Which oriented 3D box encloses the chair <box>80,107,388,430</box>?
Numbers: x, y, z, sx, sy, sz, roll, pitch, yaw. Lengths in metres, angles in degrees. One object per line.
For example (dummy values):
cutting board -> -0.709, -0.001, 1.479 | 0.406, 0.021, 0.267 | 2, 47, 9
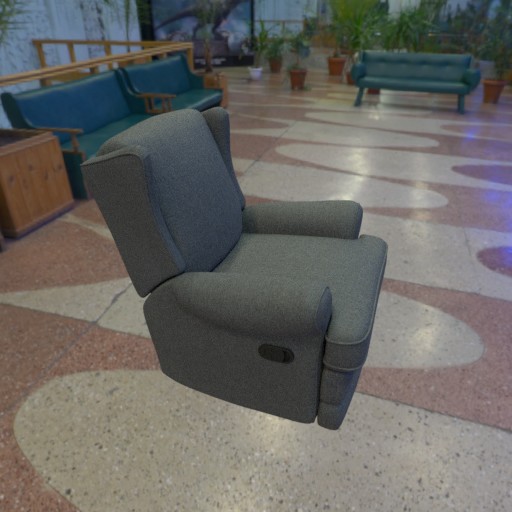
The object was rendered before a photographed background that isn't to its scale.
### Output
chair -> 0.000, 0.000, 1.741 | 0.969, 1.011, 0.847 | 10, 31, 17
